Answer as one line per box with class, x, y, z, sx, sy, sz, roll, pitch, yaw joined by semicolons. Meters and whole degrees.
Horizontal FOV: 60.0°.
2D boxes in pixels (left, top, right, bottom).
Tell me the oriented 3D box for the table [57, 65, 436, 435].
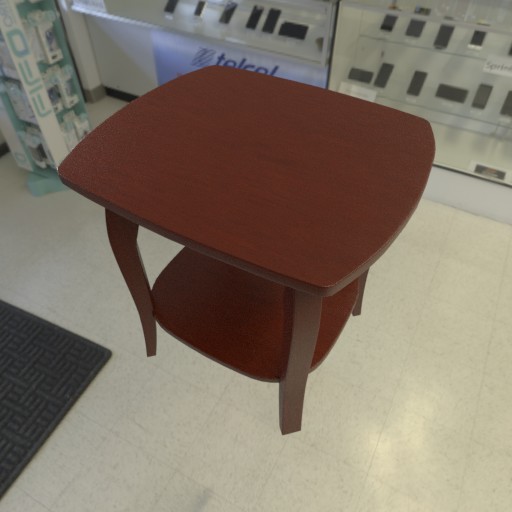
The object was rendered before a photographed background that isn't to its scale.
table;0.000;0.000;0.850;0.502;0.496;0.433;23;51;20
